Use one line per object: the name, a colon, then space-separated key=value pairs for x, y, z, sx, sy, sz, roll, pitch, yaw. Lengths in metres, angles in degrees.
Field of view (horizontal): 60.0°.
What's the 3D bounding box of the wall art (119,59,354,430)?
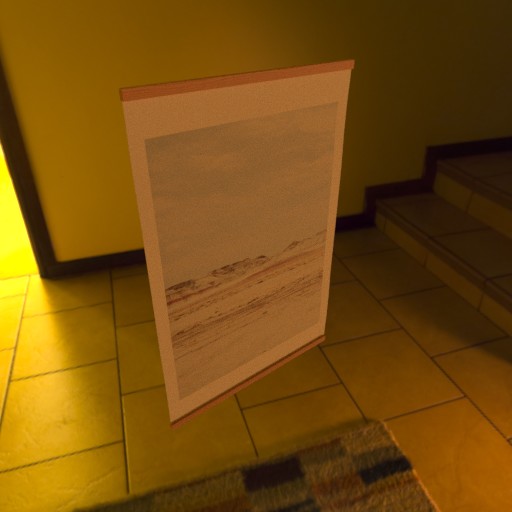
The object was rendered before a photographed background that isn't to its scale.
wall art: x=0.000 y=0.000 z=1.959 sx=1.011 sy=1.521 sz=0.025 roll=-22 pitch=38 yaw=-32
